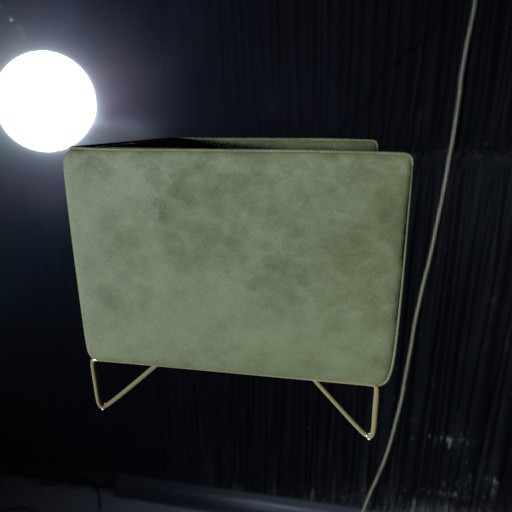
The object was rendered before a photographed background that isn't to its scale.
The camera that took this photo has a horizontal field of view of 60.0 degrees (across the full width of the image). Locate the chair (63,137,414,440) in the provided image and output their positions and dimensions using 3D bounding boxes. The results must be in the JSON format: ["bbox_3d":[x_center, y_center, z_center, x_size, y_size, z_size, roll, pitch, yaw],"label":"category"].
[{"bbox_3d":[0.000,0.000,1.572,0.894,0.790,0.880,3,17,9],"label":"chair"}]
